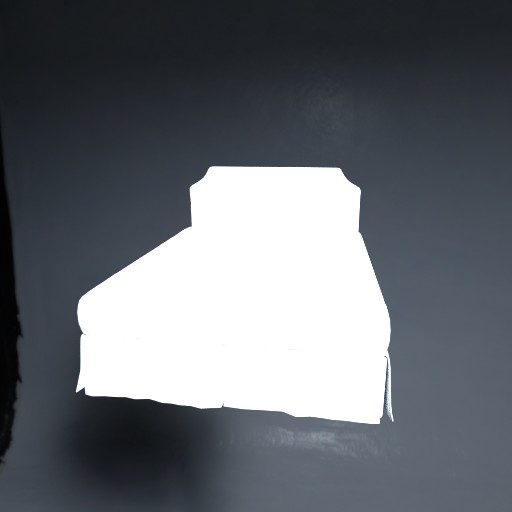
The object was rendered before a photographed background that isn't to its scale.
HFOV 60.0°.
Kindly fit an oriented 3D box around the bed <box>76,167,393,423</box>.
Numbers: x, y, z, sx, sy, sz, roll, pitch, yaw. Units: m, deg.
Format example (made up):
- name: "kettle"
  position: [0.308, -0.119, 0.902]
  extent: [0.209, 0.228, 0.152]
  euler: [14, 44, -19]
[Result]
- name: "bed"
  position: [0.000, 0.000, 3.682]
  extent: [1.977, 1.293, 2.498]
  euler: [2, 15, 9]
